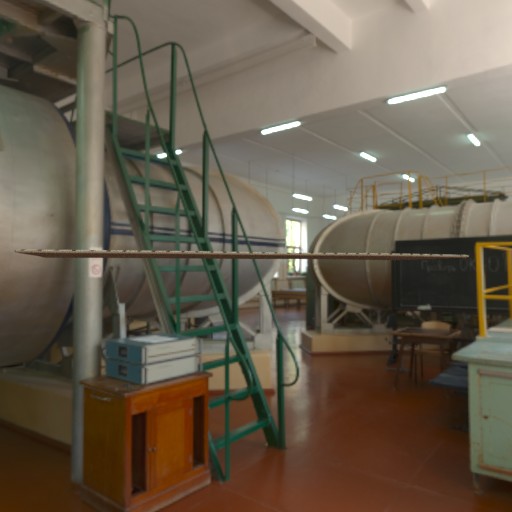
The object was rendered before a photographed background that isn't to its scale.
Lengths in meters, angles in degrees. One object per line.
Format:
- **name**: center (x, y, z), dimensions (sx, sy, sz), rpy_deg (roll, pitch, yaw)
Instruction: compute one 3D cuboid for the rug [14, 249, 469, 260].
- **rug**: center (0.000, 0.000, 2.653), dimensions (2.439, 0.020, 0.773), rpy_deg (1, -2, -17)
